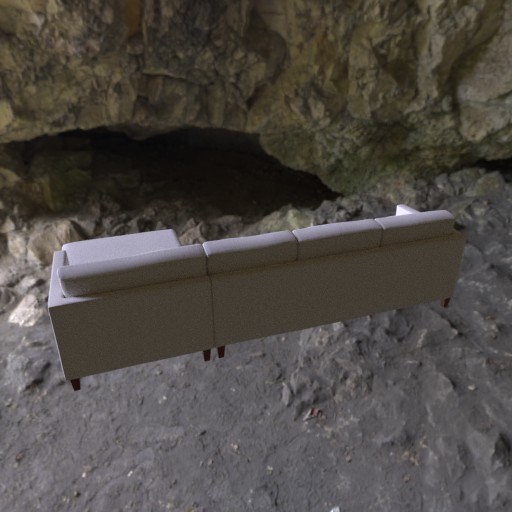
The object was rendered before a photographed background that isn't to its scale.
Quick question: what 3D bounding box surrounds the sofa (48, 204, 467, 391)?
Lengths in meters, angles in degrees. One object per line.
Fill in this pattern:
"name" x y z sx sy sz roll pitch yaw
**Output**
"sofa" 0.000 0.000 4.182 3.471 0.954 1.599 -9 27 -18
